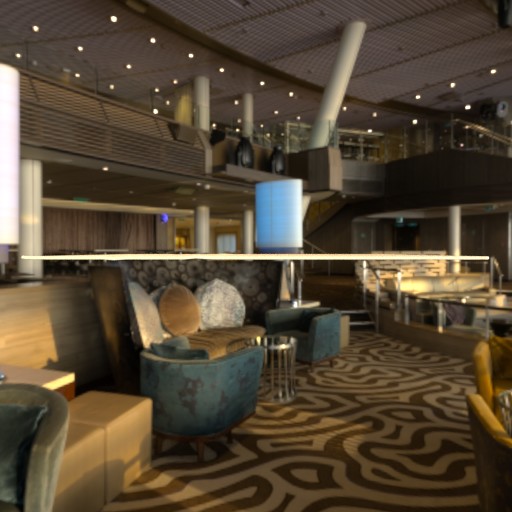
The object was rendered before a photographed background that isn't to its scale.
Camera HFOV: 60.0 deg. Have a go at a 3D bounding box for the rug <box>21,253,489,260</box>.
[{"bbox_3d":[0.000,0.000,4.816,3.659,0.037,2.734,0,1,1],"label":"rug"}]
